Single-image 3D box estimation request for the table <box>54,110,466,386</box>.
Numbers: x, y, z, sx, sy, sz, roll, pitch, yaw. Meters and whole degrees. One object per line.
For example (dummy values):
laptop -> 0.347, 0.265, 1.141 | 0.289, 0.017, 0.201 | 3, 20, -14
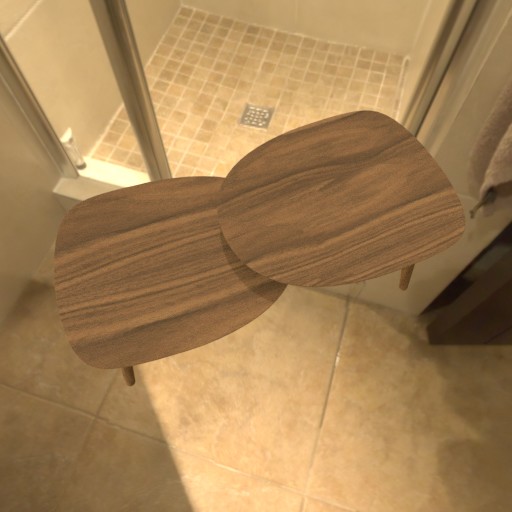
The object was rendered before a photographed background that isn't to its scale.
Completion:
table -> 0.000, 0.000, 1.350 | 1.084, 0.429, 0.527 | -17, 64, -9
